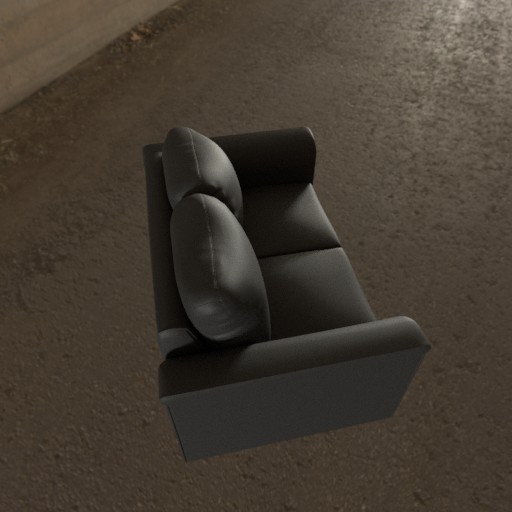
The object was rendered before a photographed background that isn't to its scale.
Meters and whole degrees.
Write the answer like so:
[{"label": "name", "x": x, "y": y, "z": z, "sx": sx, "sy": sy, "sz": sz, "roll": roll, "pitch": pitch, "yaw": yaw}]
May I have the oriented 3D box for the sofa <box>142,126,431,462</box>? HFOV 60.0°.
[{"label": "sofa", "x": 0.000, "y": 0.000, "z": 1.977, "sx": 0.887, "sy": 0.845, "sz": 1.386, "roll": -9, "pitch": 47, "yaw": -8}]
